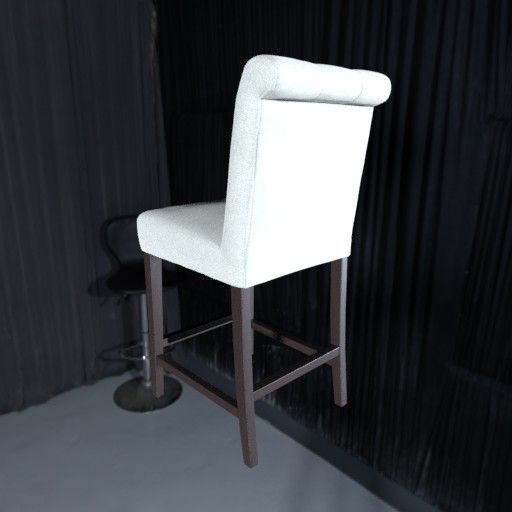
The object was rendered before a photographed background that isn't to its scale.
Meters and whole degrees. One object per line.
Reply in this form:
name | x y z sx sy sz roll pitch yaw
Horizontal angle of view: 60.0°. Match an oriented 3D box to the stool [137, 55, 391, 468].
stool | 0.000 0.000 1.360 0.493 1.040 0.601 -14 21 -41
